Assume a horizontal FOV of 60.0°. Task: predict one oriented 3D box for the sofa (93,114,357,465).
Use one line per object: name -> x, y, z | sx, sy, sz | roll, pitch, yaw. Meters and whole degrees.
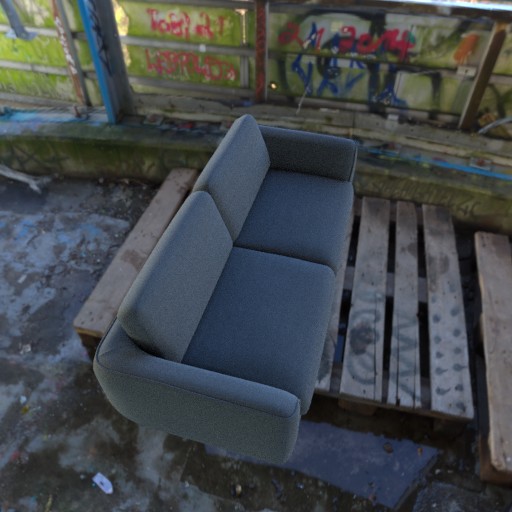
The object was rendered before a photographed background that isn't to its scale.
sofa -> 0.000, 0.000, 2.461 | 0.920, 0.850, 2.000 | 11, 47, 11
